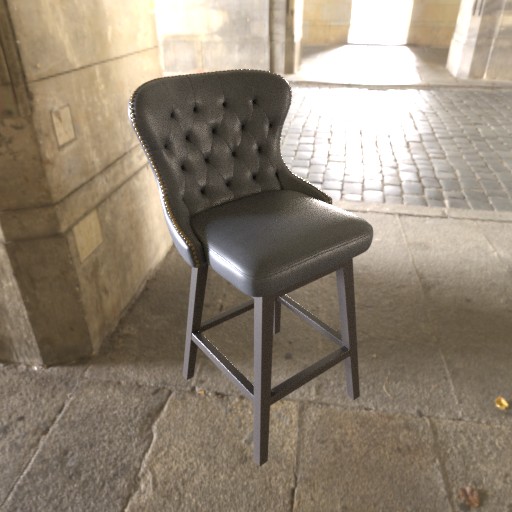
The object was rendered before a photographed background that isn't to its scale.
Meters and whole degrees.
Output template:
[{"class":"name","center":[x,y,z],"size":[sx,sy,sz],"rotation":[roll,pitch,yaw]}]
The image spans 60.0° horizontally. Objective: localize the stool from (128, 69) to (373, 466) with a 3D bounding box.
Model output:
[{"class":"stool","center":[0.000,0.000,1.335],"size":[0.528,0.971,0.593],"rotation":[-21,37,-32]}]
